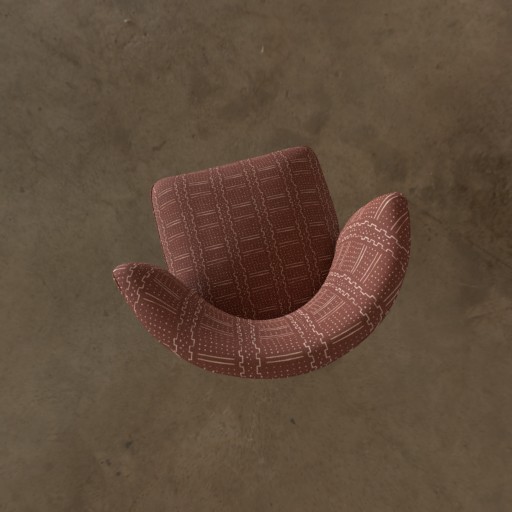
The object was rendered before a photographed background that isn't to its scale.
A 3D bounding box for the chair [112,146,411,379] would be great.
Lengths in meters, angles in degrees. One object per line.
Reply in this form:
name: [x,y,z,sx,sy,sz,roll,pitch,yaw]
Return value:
chair: [0.000,0.000,1.421,0.706,0.866,0.758,-15,76,-4]
